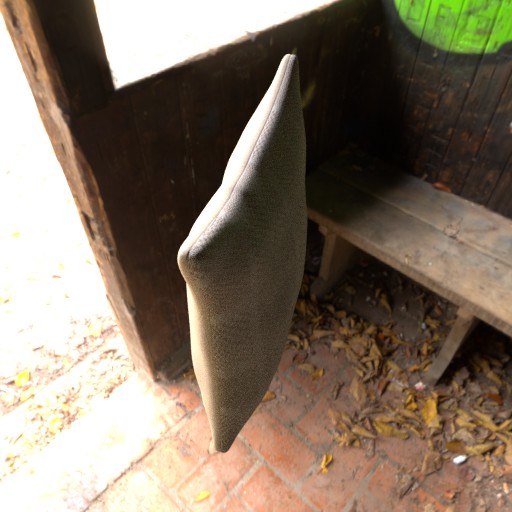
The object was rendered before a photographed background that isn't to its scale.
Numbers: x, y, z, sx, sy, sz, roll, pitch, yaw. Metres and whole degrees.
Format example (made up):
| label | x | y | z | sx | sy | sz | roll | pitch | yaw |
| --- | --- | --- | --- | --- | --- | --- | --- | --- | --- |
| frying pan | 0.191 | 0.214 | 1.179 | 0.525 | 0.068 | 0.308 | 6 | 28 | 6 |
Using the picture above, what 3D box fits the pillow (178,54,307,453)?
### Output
| label | x | y | z | sx | sy | sz | roll | pitch | yaw |
| --- | --- | --- | --- | --- | --- | --- | --- | --- | --- |
| pillow | 0.000 | 0.000 | 0.667 | 0.138 | 0.432 | 0.436 | 11 | 47 | 10 |
